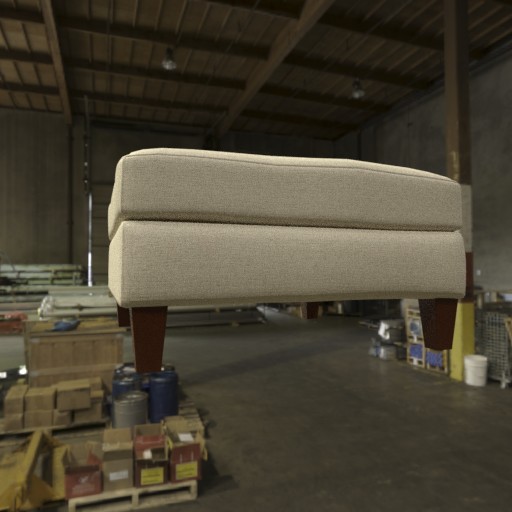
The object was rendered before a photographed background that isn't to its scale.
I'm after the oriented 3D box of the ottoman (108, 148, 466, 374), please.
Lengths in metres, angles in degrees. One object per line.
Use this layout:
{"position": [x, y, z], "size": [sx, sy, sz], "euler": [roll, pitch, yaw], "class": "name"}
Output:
{"position": [0.000, 0.000, 1.338], "size": [0.838, 0.478, 0.838], "euler": [1, -2, -20], "class": "ottoman"}
